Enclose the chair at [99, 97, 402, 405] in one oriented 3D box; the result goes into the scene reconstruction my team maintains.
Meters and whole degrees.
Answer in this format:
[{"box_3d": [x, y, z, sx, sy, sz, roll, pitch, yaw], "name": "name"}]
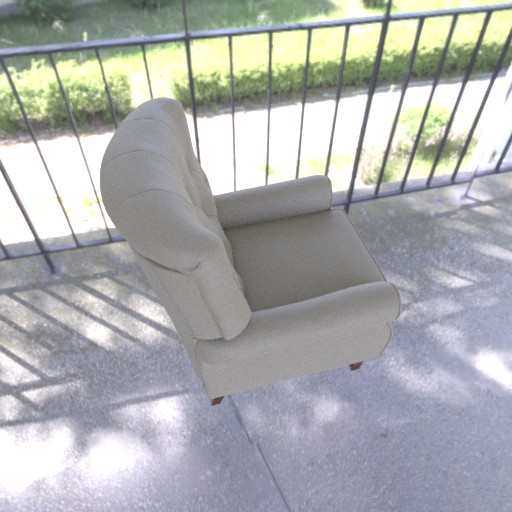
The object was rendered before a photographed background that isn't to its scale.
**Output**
[{"box_3d": [0.000, 0.000, 1.904, 1.059, 1.158, 0.943, -11, 48, -10], "name": "chair"}]
